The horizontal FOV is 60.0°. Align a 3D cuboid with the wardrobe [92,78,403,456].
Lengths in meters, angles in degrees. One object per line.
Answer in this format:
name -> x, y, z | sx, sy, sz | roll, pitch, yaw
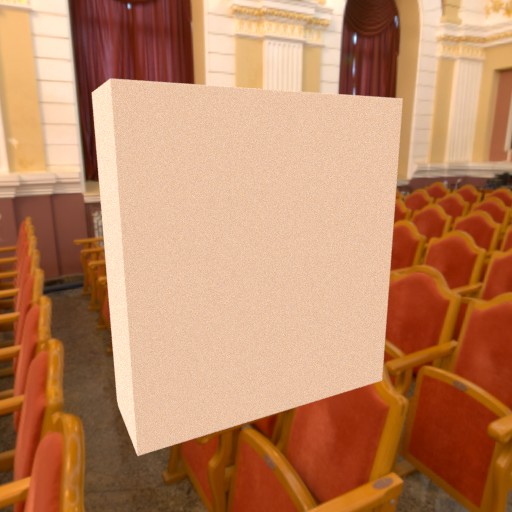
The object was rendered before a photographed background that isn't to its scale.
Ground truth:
wardrobe -> 0.000, 0.000, 2.955 | 1.830, 2.020, 0.600 | -7, 15, -27
